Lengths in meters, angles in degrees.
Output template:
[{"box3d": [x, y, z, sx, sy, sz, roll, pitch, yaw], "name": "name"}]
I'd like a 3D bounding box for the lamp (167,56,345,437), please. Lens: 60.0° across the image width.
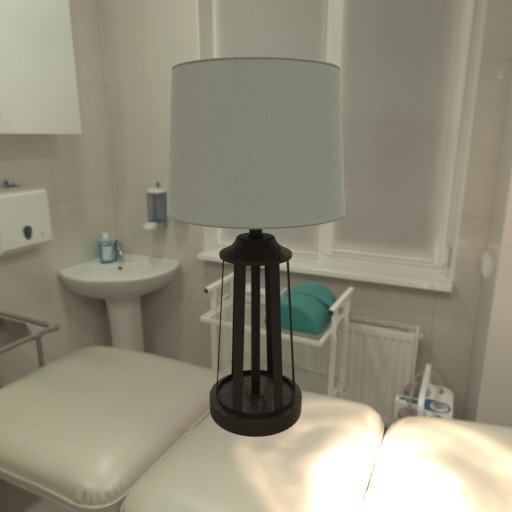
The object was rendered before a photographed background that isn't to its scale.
[{"box3d": [0.000, 0.000, 0.654, 0.251, 0.509, 0.251, 0, 15, 0], "name": "lamp"}]
